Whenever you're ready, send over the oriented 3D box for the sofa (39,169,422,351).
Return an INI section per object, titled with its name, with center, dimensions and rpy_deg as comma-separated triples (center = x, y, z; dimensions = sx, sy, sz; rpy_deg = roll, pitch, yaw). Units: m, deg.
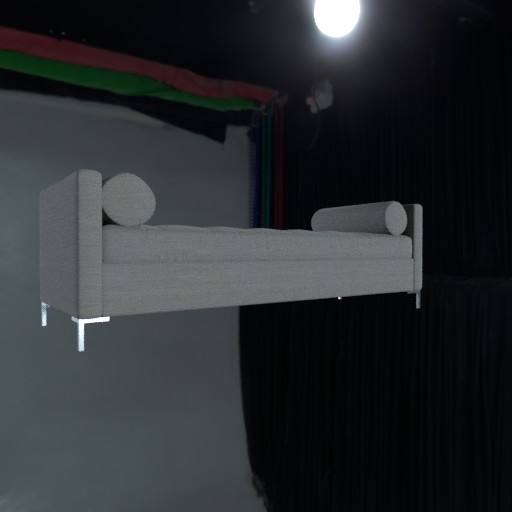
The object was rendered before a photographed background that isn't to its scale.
[sofa]
center = 0.000, 0.000, 2.351
dimensions = 1.981, 0.635, 0.686
rpy_deg = 0, 1, -36
